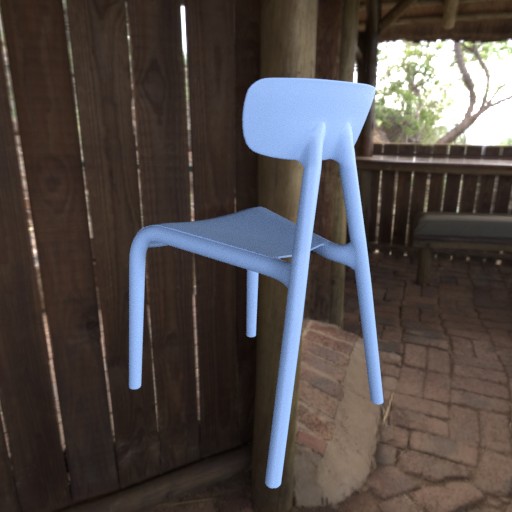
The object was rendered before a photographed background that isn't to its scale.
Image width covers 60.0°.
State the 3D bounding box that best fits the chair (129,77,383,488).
[{"bbox_3d":[0.000,0.000,0.818,0.356,0.580,0.401,-16,23,-42],"label":"chair"}]
